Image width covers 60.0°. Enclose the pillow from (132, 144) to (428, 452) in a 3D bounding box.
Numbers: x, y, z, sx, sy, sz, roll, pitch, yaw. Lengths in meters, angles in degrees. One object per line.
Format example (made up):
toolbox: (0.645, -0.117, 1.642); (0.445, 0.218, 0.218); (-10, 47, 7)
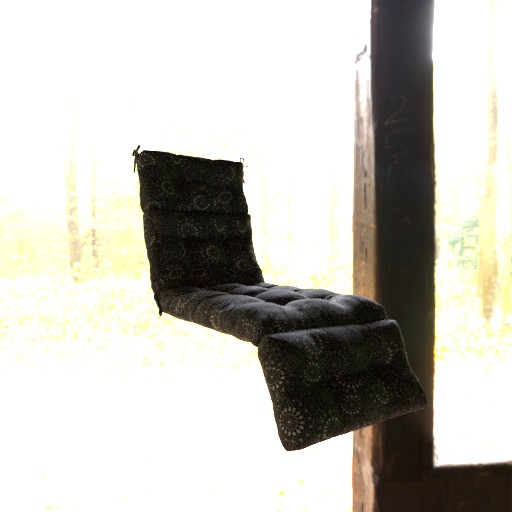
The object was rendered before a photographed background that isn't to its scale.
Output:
pillow: (0.000, 0.000, 1.491); (0.526, 0.863, 1.016); (-1, 1, -35)
